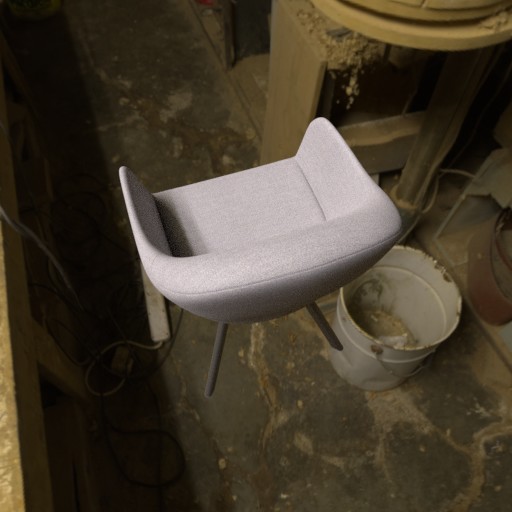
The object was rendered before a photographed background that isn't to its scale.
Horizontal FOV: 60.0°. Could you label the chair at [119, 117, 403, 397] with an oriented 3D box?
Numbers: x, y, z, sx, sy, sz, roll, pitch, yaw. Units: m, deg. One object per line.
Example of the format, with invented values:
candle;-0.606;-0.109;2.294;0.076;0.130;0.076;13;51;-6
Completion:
chair;0.000;0.000;1.153;0.540;0.780;0.570;-17;59;-10
